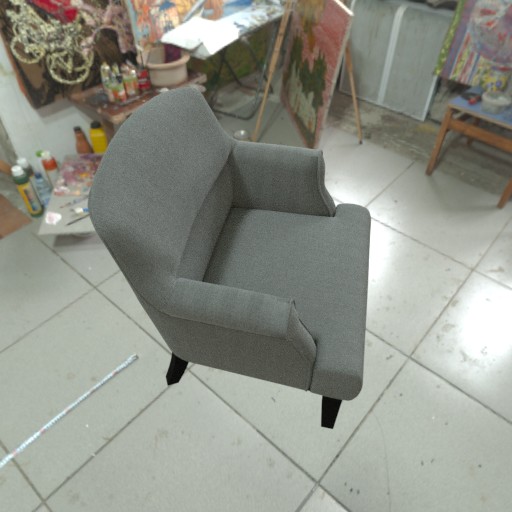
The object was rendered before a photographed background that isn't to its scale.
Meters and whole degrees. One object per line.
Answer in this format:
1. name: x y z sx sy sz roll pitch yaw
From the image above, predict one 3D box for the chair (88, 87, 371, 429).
1. chair: 0.000 0.000 1.454 0.755 0.880 0.772 9 48 8
